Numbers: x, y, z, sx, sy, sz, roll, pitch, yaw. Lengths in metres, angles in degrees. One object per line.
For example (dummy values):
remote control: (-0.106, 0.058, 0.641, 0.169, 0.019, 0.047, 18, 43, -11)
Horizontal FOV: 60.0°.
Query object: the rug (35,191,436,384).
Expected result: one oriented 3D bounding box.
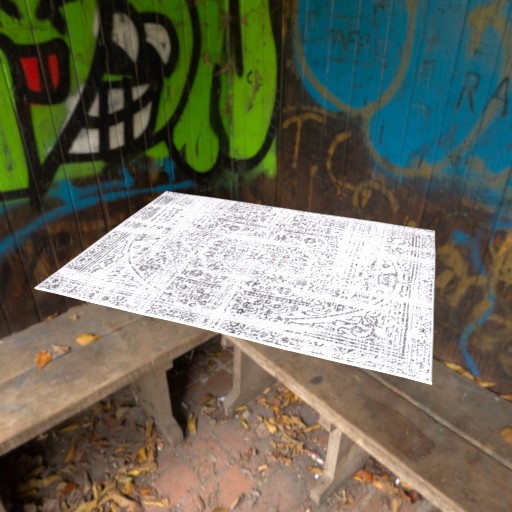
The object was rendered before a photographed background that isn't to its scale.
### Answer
rug: (0.000, 0.000, 3.193, 2.438, 0.026, 1.706, 10, 32, 17)
